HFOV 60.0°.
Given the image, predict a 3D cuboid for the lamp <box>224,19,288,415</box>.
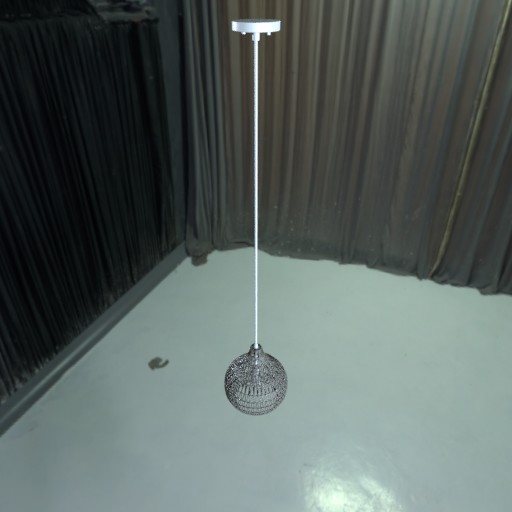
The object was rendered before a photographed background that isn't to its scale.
[{"bbox_3d":[0.000,0.000,2.042,0.355,1.919,0.355,10,33,15],"label":"lamp"}]
